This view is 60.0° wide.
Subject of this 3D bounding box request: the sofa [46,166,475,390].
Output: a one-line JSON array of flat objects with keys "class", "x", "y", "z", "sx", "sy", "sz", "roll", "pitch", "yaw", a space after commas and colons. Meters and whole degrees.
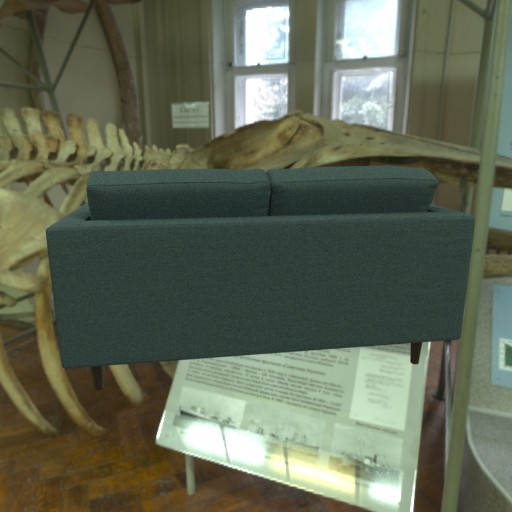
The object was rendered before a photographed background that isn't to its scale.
[{"class": "sofa", "x": 0.000, "y": 0.000, "z": 2.217, "sx": 1.659, "sy": 0.907, "sz": 0.999, "roll": -2, "pitch": 15, "yaw": -9}]
